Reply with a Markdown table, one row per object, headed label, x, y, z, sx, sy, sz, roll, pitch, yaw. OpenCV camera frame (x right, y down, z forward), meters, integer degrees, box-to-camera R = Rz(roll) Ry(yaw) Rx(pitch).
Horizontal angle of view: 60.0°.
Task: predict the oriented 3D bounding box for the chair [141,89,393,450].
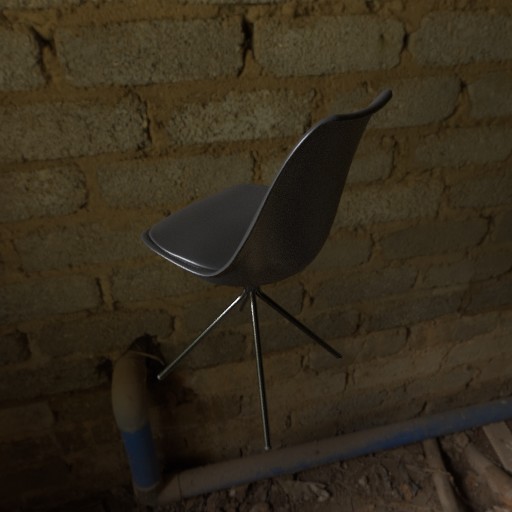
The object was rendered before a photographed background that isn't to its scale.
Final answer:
| label | x | y | z | sx | sy | sz | roll | pitch | yaw |
| --- | --- | --- | --- | --- | --- | --- | --- | --- | --- |
| chair | 0.000 | 0.000 | 1.149 | 0.525 | 0.850 | 0.461 | 22 | 39 | 30 |
